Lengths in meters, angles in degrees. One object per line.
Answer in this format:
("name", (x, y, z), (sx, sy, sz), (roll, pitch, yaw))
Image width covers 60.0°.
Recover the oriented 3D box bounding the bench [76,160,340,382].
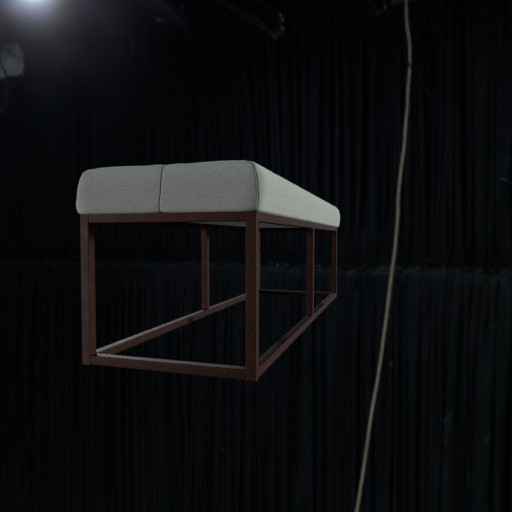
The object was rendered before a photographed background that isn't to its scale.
("bench", (0.000, 0.000, 1.715), (0.479, 0.488, 1.488), (1, 2, 17))
